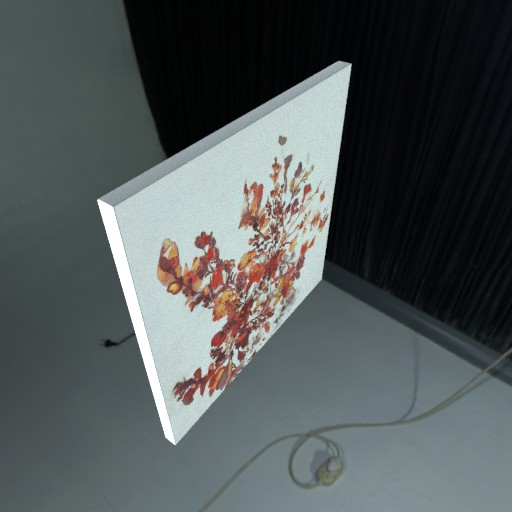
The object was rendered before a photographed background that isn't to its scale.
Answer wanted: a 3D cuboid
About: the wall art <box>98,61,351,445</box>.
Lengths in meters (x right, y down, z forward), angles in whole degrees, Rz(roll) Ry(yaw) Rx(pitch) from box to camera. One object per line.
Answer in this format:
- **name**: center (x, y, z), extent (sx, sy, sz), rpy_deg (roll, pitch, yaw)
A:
- **wall art**: center (0.000, 0.000, 1.513), extent (0.049, 1.009, 1.009), rpy_deg (26, 48, 26)
